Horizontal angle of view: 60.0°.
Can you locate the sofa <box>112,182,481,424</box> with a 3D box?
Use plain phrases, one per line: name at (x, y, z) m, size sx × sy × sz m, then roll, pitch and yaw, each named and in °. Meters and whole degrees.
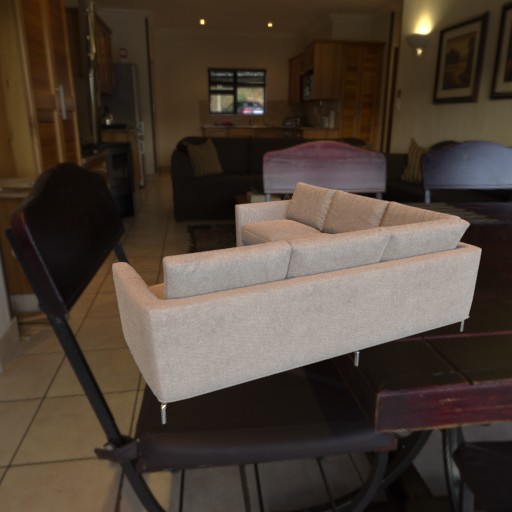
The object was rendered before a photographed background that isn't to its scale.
sofa at (0.000, 0.000, 3.693) m, size 2.438 × 0.864 × 2.438 m, roll -8°, pitch 19°, yaw -26°
